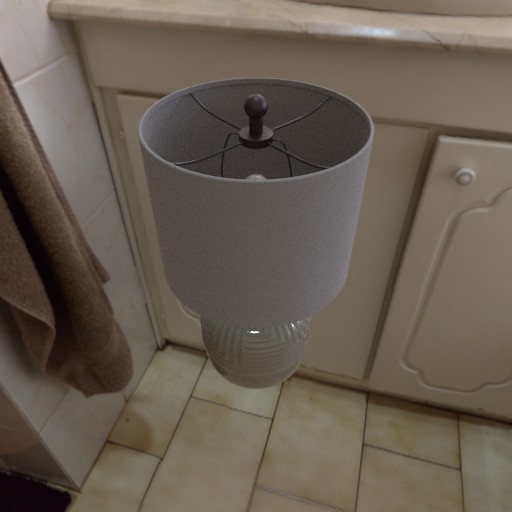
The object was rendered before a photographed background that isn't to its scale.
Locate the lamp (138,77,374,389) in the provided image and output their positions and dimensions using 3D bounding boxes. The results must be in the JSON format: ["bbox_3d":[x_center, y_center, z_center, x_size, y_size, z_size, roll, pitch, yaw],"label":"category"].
[{"bbox_3d":[0.000,0.000,0.771,0.318,0.567,0.318,0,42,0],"label":"lamp"}]
